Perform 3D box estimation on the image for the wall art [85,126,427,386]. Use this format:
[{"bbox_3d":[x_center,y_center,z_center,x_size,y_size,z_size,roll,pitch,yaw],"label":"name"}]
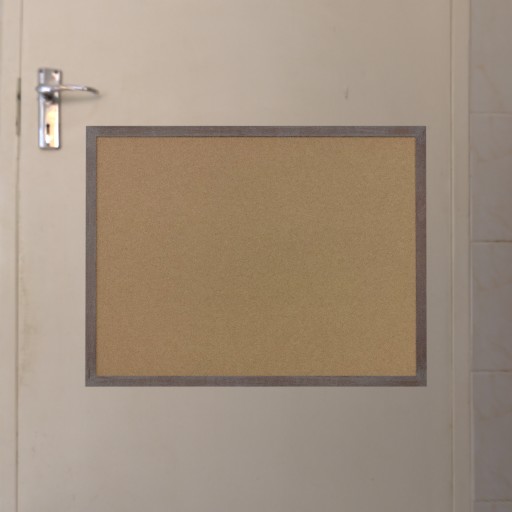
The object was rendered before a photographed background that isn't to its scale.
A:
[{"bbox_3d":[0.000,0.000,1.326,1.012,0.774,0.019,0,0,0],"label":"wall art"}]
